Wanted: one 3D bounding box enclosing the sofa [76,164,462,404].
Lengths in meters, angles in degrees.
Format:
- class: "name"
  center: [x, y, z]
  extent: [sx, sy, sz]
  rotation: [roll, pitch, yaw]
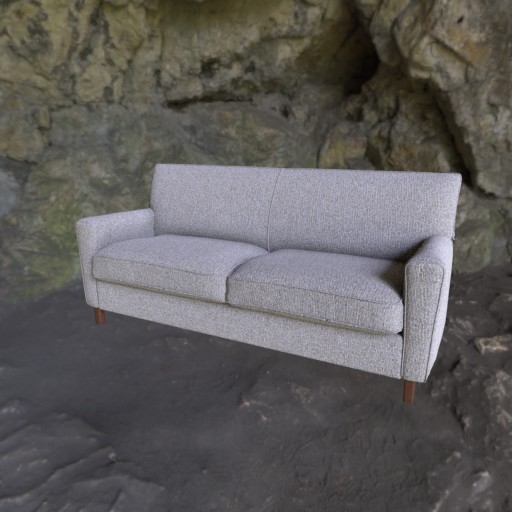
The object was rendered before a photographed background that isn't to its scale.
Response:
- class: "sofa"
  center: [0.000, 0.000, 2.509]
  extent: [2.026, 0.942, 0.854]
  rotation: [8, 17, 26]
